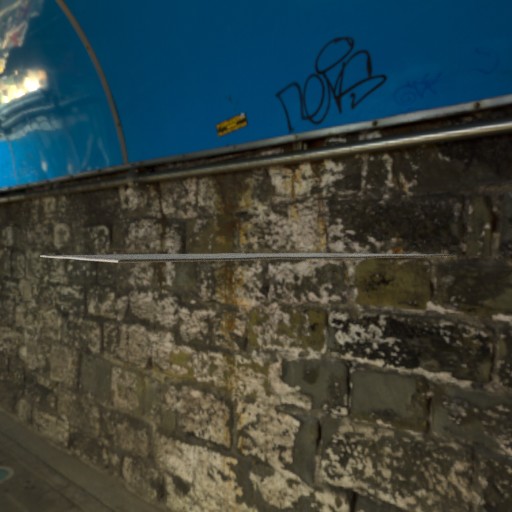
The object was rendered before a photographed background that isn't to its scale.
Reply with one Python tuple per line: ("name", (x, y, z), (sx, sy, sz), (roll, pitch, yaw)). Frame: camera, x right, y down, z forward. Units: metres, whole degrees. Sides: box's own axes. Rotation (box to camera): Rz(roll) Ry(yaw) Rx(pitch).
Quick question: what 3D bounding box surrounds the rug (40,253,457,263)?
("rug", (0.000, 0.000, 3.049), (2.444, 0.023, 1.531), (-1, 1, -36))
